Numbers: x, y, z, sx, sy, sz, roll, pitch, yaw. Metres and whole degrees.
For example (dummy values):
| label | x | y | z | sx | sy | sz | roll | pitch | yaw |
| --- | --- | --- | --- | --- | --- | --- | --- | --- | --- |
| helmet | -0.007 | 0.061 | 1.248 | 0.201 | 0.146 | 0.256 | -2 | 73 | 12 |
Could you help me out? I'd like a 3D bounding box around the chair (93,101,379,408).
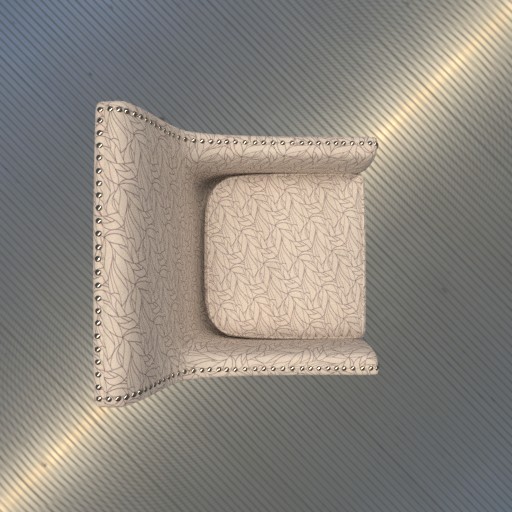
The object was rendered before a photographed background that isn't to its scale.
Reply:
| label | x | y | z | sx | sy | sz | roll | pitch | yaw |
| --- | --- | --- | --- | --- | --- | --- | --- | --- | --- |
| chair | 0.000 | 0.000 | 1.263 | 0.651 | 0.816 | 0.623 | 0 | 89 | 0 |
